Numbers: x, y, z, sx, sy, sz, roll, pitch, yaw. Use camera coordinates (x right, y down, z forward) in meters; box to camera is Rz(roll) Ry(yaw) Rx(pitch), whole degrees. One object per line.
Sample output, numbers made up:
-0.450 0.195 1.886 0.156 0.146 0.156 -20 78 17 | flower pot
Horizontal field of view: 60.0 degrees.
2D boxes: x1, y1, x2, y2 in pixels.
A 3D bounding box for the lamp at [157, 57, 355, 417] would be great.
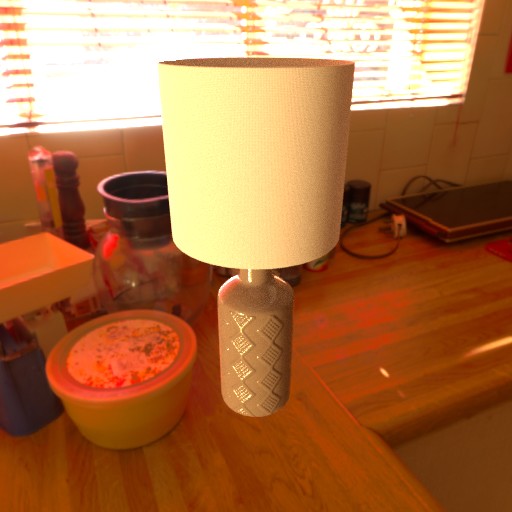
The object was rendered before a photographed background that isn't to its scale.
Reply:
0.000 0.000 0.572 0.207 0.461 0.207 18 31 32 | lamp
